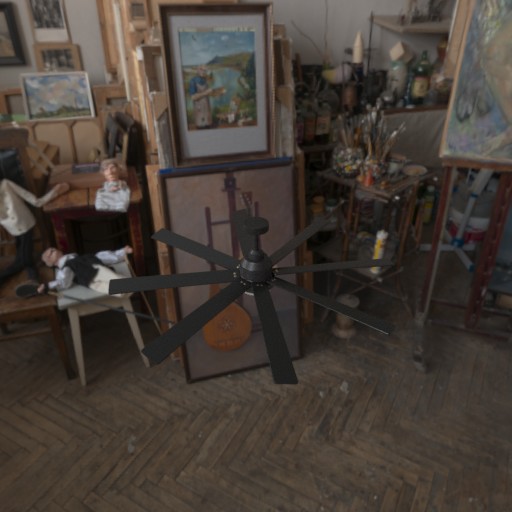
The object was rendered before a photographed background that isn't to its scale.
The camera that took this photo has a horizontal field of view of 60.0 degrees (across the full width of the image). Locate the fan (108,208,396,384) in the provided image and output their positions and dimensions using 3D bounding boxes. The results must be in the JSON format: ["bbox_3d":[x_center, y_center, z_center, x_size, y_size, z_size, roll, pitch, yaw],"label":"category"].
[{"bbox_3d":[0.000,0.000,2.772,1.830,0.472,1.830,21,38,30],"label":"fan"}]
